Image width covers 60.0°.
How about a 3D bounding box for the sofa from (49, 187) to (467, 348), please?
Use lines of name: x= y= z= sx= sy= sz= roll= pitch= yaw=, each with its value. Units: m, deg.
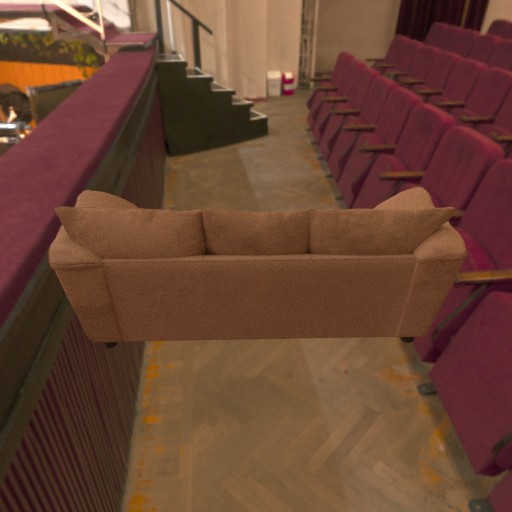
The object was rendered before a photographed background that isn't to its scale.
sofa: x=0.000 y=0.000 z=2.860 sx=2.377 sy=0.981 sz=0.893 roll=-1 pitch=32 yaw=-1
